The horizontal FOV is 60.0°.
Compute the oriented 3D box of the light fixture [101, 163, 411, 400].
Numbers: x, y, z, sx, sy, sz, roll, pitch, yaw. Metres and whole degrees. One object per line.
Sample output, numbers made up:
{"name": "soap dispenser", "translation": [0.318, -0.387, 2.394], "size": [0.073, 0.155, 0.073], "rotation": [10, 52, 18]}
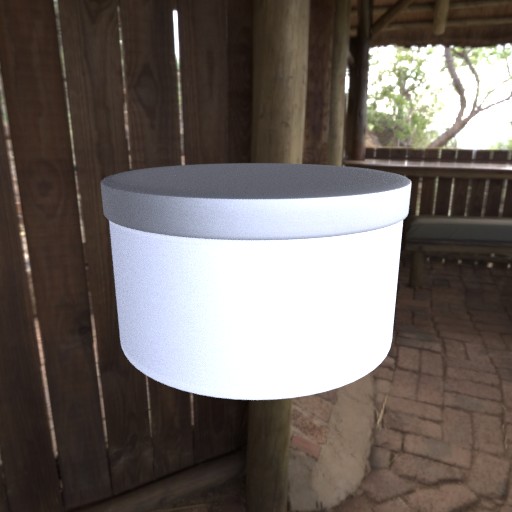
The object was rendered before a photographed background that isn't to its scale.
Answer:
{"name": "light fixture", "translation": [0.000, 0.000, 0.622], "size": [0.393, 0.229, 0.393], "rotation": [0, 16, 0]}
